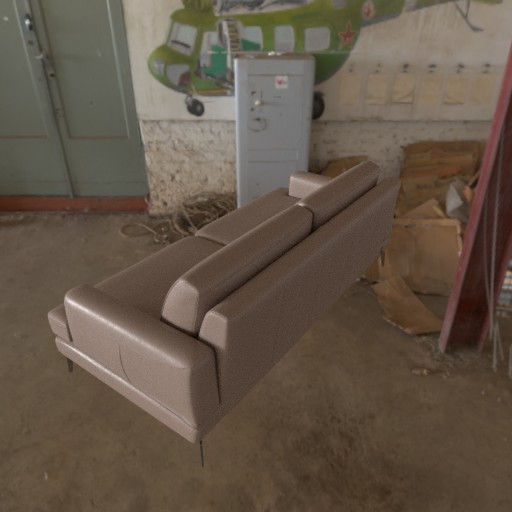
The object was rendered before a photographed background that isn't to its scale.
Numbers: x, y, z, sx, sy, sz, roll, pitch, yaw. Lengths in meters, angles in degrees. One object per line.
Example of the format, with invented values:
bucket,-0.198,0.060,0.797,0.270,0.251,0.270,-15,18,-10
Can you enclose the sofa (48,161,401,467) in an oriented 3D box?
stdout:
sofa,0.000,0.000,2.430,0.974,0.765,1.940,20,36,30
